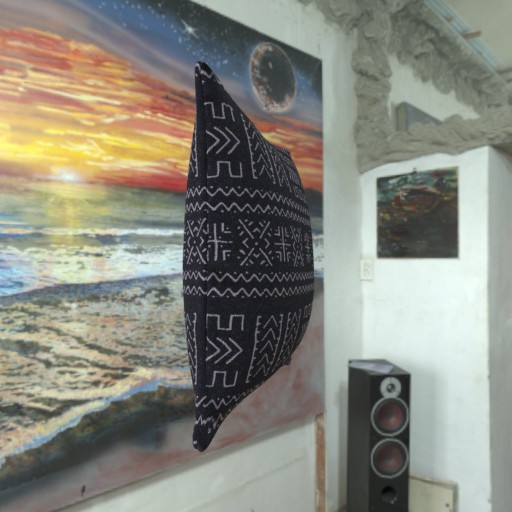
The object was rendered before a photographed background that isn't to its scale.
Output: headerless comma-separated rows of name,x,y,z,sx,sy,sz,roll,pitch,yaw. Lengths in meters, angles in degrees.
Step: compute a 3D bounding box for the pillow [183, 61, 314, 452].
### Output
pillow,0.000,0.000,0.678,0.164,0.430,0.438,0,-1,17
